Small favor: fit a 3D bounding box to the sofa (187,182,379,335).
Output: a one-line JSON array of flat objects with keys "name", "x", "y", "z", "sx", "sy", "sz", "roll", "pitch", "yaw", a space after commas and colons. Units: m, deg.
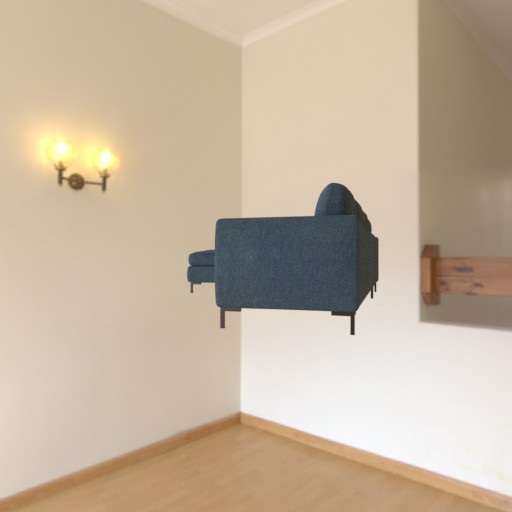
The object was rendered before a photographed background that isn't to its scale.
[{"name": "sofa", "x": 0.000, "y": 0.000, "z": 3.935, "sx": 2.007, "sy": 0.815, "sz": 2.949, "roll": 0, "pitch": 0, "yaw": 17}]
